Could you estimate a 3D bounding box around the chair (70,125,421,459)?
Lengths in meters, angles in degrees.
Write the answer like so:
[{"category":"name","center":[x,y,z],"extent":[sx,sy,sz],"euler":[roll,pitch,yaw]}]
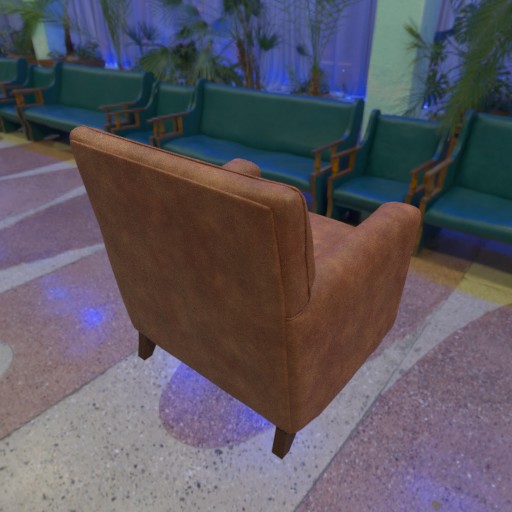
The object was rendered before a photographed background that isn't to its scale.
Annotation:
[{"category":"chair","center":[0.000,0.000,1.592],"extent":[0.870,0.943,0.823],"euler":[23,38,33]}]
